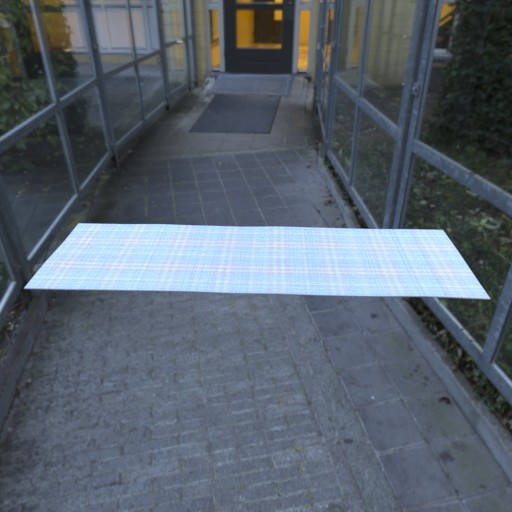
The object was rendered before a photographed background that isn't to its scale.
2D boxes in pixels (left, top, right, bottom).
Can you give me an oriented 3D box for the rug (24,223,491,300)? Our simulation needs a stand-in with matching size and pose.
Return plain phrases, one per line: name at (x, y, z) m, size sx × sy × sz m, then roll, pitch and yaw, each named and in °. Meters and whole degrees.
rug at (0.000, 0.000, 2.639) m, size 2.439 × 0.013 × 0.762 m, roll 1°, pitch 31°, yaw 2°
